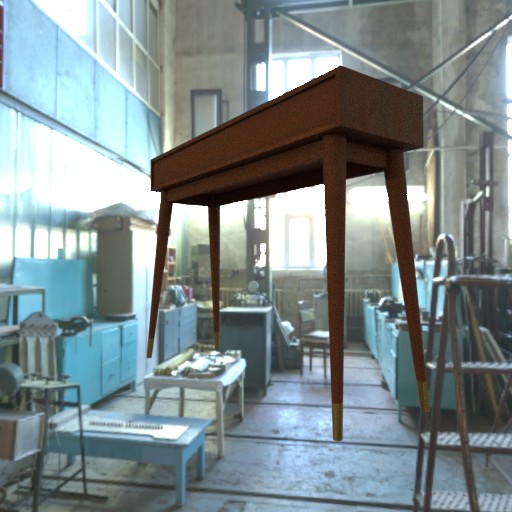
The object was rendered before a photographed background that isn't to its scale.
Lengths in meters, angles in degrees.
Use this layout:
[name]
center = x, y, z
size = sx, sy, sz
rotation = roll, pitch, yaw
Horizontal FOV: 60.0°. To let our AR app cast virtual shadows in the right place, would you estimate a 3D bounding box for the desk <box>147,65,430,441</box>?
[desk]
center = 0.000, 0.000, 1.669
size = 0.384, 0.917, 1.204
rotation = 1, -2, -36
